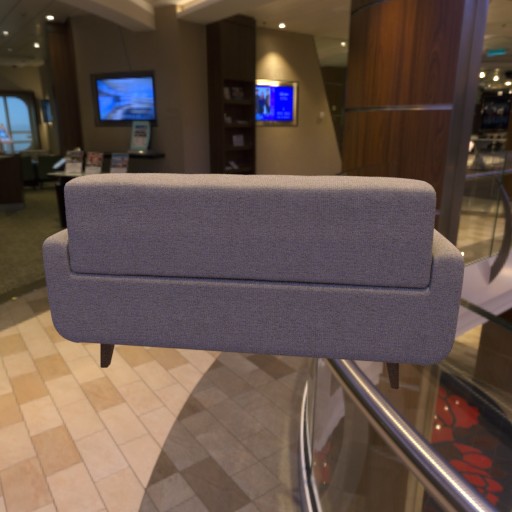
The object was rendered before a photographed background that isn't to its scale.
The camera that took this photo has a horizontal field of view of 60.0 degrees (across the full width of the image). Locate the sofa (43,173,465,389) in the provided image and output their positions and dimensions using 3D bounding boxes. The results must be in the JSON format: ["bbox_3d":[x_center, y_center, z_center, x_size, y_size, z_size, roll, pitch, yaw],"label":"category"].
[{"bbox_3d":[0.000,0.000,2.140,1.631,0.841,0.909,2,17,7],"label":"sofa"}]
